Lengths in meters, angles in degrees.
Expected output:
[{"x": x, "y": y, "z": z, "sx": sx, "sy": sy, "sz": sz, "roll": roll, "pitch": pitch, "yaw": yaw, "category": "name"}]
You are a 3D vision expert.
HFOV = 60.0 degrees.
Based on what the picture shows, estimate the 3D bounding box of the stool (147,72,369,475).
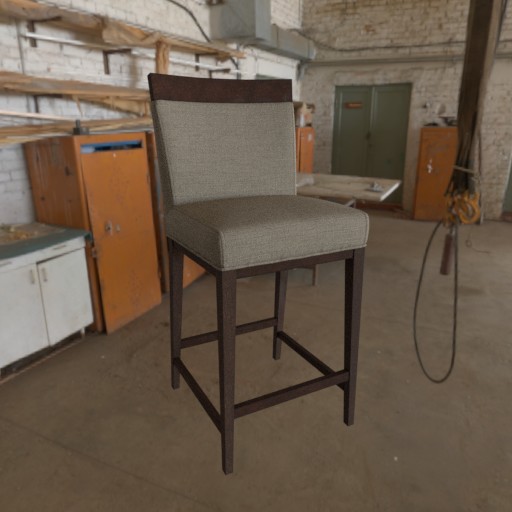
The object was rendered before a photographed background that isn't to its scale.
[{"x": 0.000, "y": 0.000, "z": 1.441, "sx": 0.511, "sy": 1.117, "sz": 0.531, "roll": -9, "pitch": 20, "yaw": -27, "category": "stool"}]
